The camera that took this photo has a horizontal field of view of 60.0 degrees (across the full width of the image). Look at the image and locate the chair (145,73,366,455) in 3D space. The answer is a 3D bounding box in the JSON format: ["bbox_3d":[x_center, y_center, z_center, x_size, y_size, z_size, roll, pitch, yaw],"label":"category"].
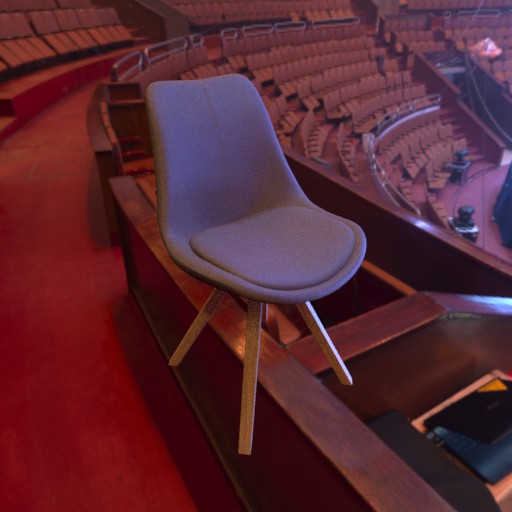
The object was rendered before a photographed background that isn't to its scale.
[{"bbox_3d":[0.000,0.000,1.217,0.483,0.865,0.547,-21,36,-32],"label":"chair"}]
